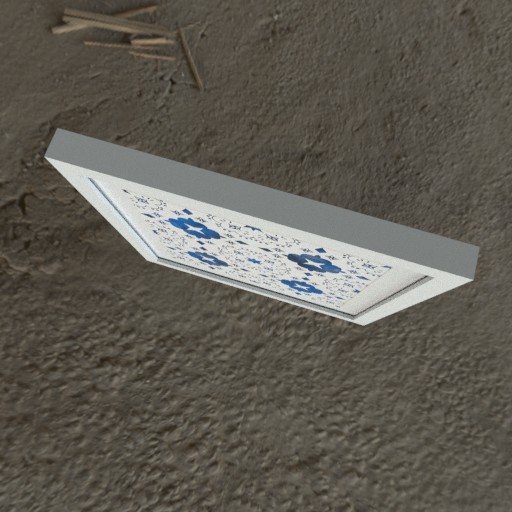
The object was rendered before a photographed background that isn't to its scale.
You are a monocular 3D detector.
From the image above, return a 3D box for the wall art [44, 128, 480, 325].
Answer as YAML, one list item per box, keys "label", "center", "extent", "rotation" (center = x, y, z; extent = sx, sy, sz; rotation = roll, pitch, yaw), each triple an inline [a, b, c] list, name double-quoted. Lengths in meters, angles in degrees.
- label: "wall art"
  center: [0.000, 0.000, 0.525]
  extent: [0.355, 0.355, 0.027]
  rotation: [16, 76, 4]
